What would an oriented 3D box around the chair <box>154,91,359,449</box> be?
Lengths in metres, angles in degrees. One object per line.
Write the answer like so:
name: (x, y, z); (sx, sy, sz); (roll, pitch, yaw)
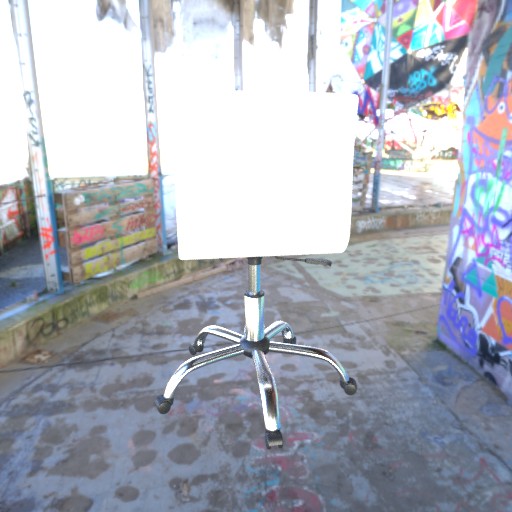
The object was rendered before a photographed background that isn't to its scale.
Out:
chair: (0.000, 0.000, 1.152); (0.556, 0.780, 0.530); (-3, 16, -9)
